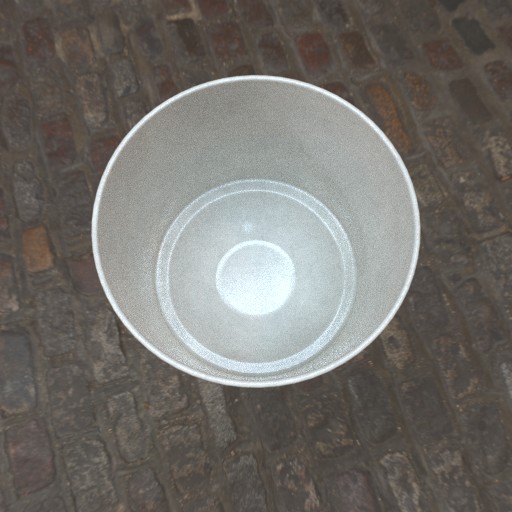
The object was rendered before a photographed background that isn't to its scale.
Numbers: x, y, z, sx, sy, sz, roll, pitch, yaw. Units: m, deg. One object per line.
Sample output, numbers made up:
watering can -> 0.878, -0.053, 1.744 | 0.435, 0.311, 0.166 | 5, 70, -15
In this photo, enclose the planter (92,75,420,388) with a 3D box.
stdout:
planter -> 0.000, 0.000, 0.452 | 0.250, 0.239, 0.250 | 0, 75, 0
